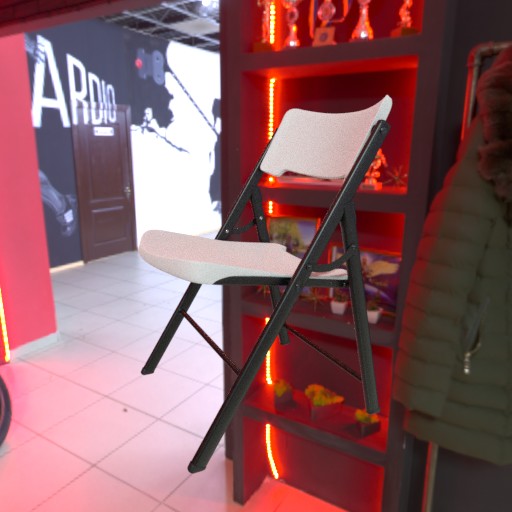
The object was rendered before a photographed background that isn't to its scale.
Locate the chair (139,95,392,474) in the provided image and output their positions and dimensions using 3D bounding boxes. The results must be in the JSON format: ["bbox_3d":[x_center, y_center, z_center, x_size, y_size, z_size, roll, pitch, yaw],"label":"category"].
[{"bbox_3d":[0.000,0.000,1.139,0.577,0.765,0.482,-7,15,-25],"label":"chair"}]
